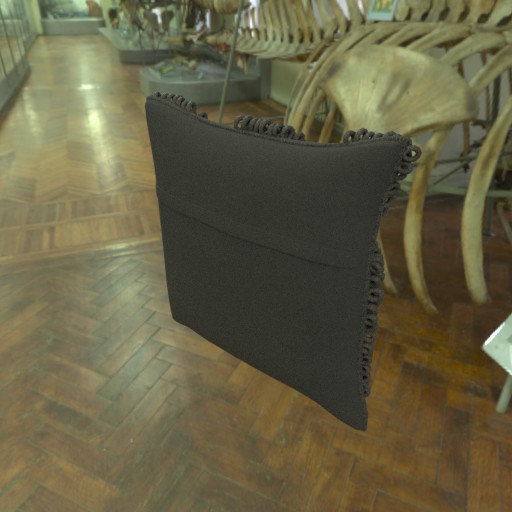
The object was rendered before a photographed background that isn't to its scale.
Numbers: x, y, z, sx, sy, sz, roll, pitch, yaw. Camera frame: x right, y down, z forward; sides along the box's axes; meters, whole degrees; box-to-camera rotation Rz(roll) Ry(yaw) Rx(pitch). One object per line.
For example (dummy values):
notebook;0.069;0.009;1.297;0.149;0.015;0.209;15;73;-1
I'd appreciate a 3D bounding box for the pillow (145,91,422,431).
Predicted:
pillow;0.000;0.000;0.725;0.470;0.467;0.172;22;37;33
